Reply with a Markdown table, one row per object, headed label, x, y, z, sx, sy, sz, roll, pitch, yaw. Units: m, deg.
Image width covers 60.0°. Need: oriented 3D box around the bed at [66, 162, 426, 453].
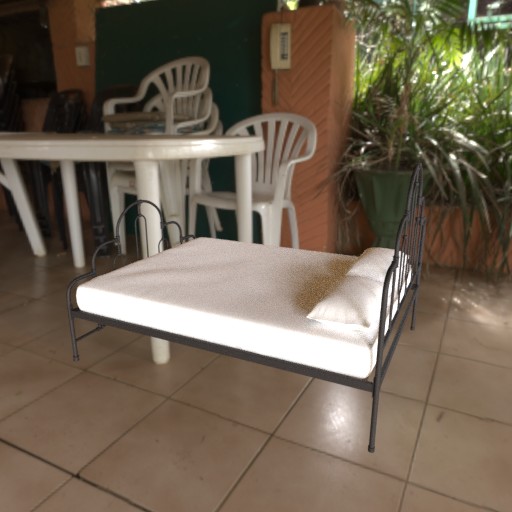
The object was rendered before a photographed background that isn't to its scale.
| label | x | y | z | sx | sy | sz | roll | pitch | yaw |
| --- | --- | --- | --- | --- | --- | --- | --- | --- | --- |
| bed | 0.000 | 0.000 | 3.257 | 2.163 | 1.429 | 1.640 | 8 | 18 | 25 |
